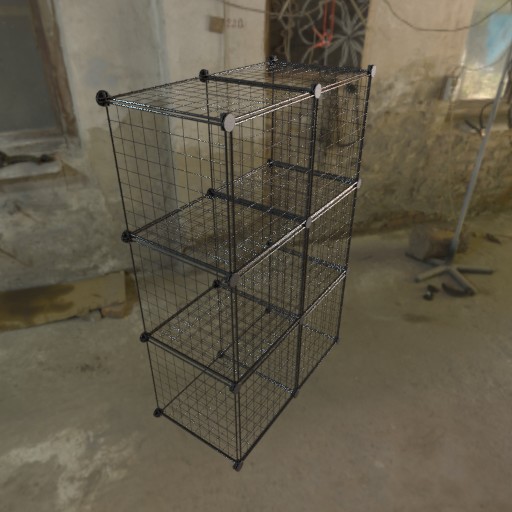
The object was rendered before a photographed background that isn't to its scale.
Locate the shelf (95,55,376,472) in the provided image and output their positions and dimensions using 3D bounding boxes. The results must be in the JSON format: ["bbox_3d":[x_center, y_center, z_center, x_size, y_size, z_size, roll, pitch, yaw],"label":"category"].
[{"bbox_3d":[0.000,0.000,1.397,0.356,1.067,0.711,20,37,29],"label":"shelf"}]
